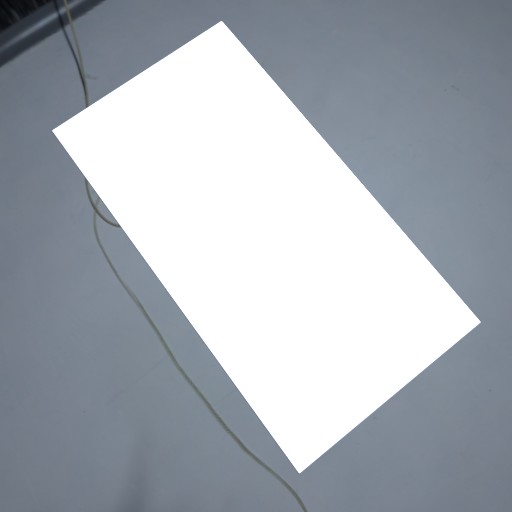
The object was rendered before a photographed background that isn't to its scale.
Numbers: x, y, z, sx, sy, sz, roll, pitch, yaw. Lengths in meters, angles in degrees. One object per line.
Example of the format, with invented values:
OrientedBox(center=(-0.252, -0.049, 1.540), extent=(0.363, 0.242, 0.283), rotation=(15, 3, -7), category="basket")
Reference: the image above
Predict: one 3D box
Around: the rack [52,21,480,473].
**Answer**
OrientedBox(center=(0.000, 0.000, 1.659), extent=(0.613, 0.880, 1.159), rotation=(-37, 80, -7), category="rack")
